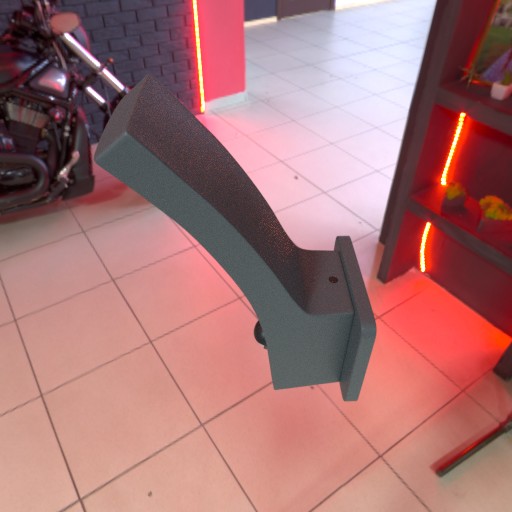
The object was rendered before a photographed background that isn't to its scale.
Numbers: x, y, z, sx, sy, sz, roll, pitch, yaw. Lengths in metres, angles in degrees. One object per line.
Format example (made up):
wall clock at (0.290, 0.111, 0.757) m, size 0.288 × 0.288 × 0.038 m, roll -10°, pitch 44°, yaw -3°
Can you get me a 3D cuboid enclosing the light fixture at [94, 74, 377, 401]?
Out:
light fixture at (0.000, 0.000, 0.328) m, size 0.174 × 0.243 × 0.108 m, roll -1°, pitch 42°, yaw -1°
